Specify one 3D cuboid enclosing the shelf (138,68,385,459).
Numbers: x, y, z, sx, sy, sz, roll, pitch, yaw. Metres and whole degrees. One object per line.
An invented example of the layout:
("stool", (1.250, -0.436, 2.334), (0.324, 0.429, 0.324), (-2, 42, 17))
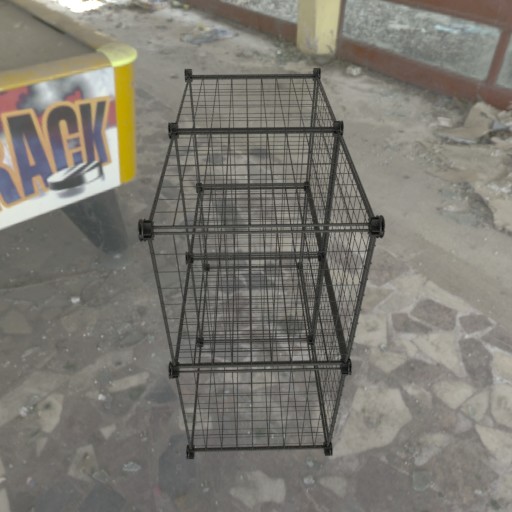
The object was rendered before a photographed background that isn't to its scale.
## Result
("shelf", (0.000, 0.000, 1.129), (0.356, 0.711, 0.711), (-1, 40, -1))
